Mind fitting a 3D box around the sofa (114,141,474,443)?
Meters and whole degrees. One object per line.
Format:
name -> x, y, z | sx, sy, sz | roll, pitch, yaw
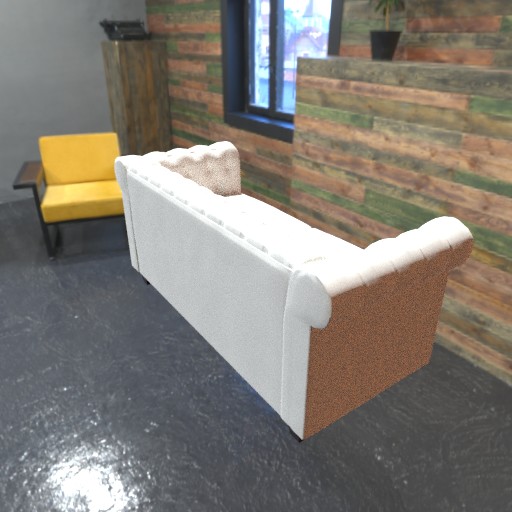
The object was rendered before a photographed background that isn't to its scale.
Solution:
sofa -> 0.000, 0.000, 2.254 | 0.771, 0.796, 1.798 | -18, 32, -31
